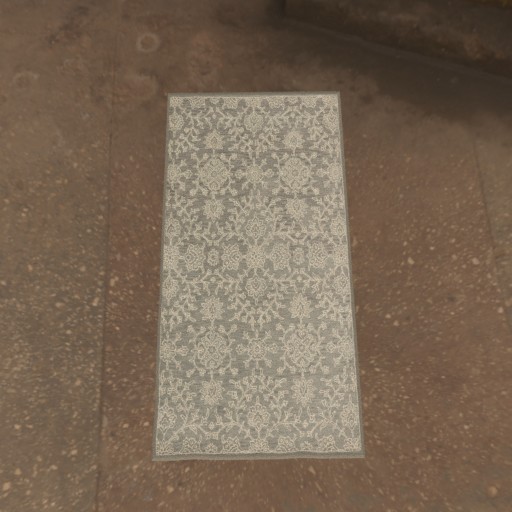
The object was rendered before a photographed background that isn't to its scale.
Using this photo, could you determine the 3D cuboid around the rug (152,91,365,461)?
[{"bbox_3d":[0.000,0.000,3.599,1.546,0.011,3.048,-1,75,0],"label":"rug"}]
